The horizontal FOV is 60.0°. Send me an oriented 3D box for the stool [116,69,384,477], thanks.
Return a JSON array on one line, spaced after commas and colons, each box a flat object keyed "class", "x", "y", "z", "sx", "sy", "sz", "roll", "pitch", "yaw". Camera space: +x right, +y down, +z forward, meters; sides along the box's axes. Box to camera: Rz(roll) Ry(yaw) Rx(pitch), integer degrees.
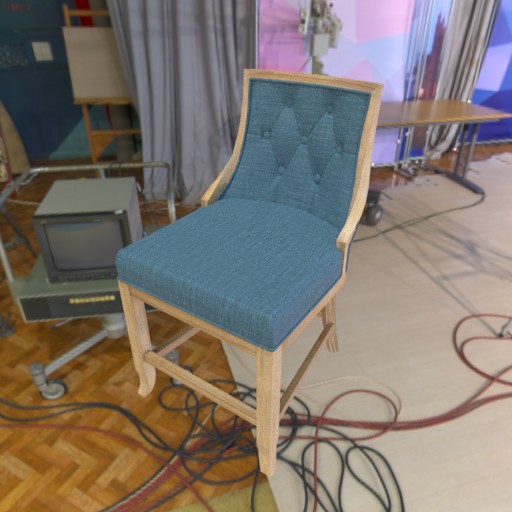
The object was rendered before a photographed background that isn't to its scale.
[{"class": "stool", "x": 0.000, "y": 0.000, "z": 1.320, "sx": 0.524, "sy": 0.938, "sz": 0.626, "roll": 20, "pitch": 37, "yaw": 29}]
